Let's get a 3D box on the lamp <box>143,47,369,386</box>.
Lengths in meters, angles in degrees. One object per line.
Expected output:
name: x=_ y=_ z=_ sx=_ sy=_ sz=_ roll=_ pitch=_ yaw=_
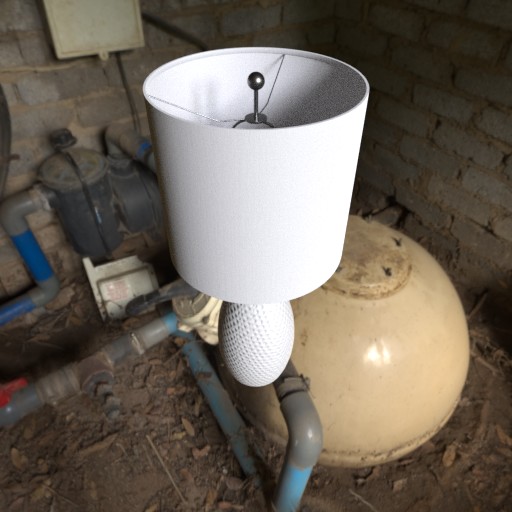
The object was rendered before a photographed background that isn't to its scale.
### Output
lamp: x=0.000 y=0.000 z=0.576 sx=0.214 sy=0.466 sz=0.214 roll=12 pitch=43 yaw=14
